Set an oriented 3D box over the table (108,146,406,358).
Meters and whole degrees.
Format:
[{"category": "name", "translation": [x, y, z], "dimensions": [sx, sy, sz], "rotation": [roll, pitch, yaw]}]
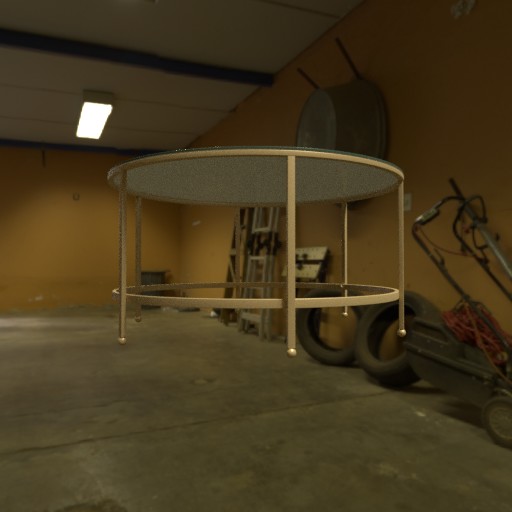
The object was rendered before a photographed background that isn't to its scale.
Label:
[{"category": "table", "translation": [0.000, 0.000, 1.432], "dimensions": [0.914, 0.470, 0.914], "rotation": [0, -1, 0]}]
